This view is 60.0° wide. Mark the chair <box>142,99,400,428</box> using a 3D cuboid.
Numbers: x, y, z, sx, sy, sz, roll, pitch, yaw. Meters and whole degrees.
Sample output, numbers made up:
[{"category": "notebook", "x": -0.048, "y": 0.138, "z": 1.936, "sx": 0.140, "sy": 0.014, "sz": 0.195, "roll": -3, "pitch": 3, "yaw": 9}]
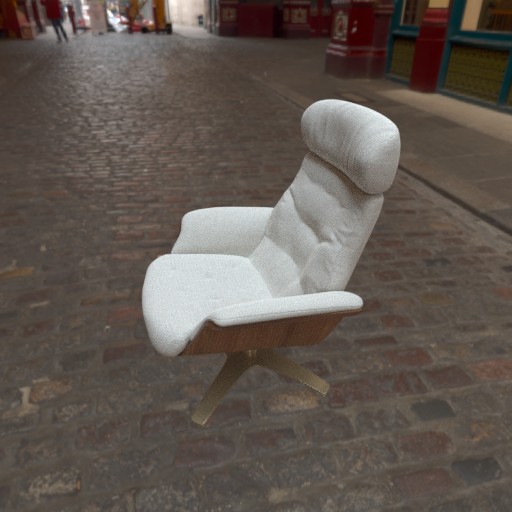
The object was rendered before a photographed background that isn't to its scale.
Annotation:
[{"category": "chair", "x": 0.000, "y": 0.000, "z": 1.595, "sx": 0.837, "sy": 0.995, "sz": 0.785, "roll": -8, "pitch": 31, "yaw": -13}]
